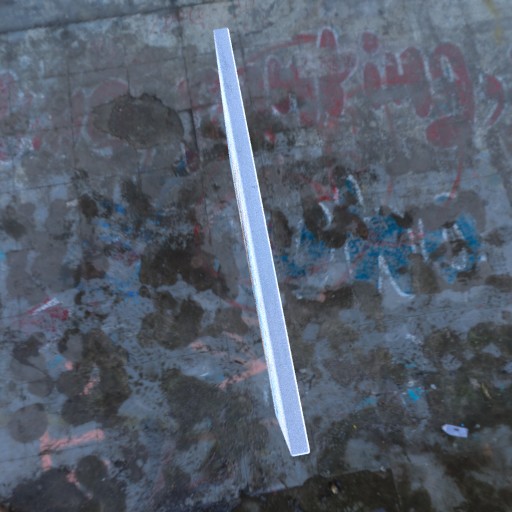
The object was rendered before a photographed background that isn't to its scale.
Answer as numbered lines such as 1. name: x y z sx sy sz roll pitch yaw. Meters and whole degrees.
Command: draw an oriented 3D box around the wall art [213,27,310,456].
1. wall art: 0.000 0.000 1.369 0.038 0.762 1.016 -10 77 -2
